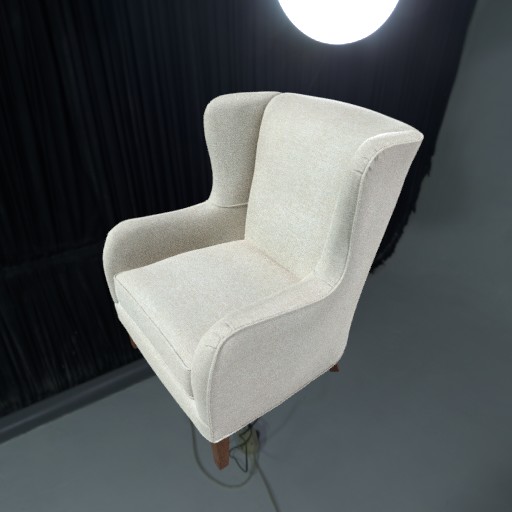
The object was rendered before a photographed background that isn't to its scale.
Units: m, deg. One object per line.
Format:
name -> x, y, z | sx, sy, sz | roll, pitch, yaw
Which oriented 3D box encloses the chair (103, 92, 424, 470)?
chair -> 0.000, 0.000, 1.715 | 0.966, 1.040, 0.838 | -21, 38, -30
